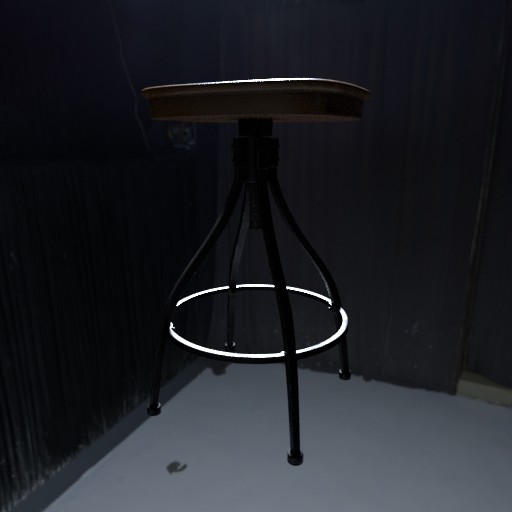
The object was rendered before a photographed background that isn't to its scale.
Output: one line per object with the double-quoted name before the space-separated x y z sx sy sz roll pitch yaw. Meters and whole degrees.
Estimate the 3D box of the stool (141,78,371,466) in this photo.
"stool" 0.000 0.000 0.990 0.432 0.694 0.424 7 17 26
